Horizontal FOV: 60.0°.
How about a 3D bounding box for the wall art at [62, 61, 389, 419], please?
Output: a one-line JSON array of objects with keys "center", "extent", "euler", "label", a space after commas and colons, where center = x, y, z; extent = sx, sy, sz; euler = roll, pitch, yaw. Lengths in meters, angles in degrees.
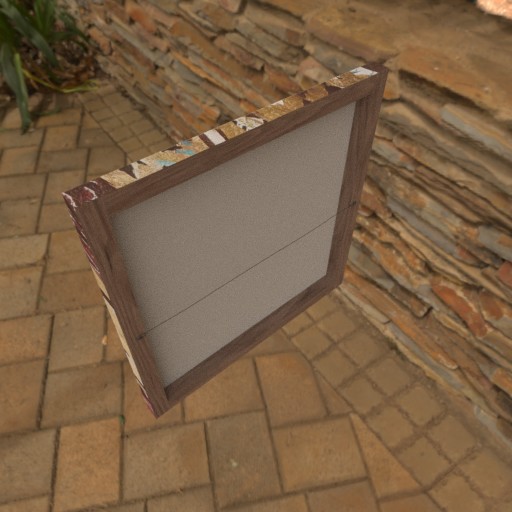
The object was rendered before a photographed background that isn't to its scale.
[{"center": [0.000, 0.000, 0.907], "extent": [0.609, 0.613, 0.041], "euler": [-32, 54, -26], "label": "wall art"}]
